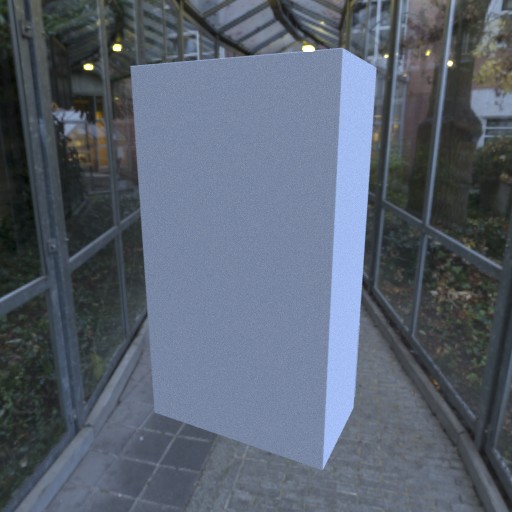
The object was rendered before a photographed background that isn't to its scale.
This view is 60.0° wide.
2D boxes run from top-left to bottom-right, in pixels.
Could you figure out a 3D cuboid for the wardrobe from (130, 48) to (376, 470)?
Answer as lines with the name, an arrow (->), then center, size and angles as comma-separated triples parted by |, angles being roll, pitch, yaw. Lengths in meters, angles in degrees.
wardrobe -> 0.000, 0.000, 2.289 | 0.991, 1.808, 0.577 | 8, 17, 26
